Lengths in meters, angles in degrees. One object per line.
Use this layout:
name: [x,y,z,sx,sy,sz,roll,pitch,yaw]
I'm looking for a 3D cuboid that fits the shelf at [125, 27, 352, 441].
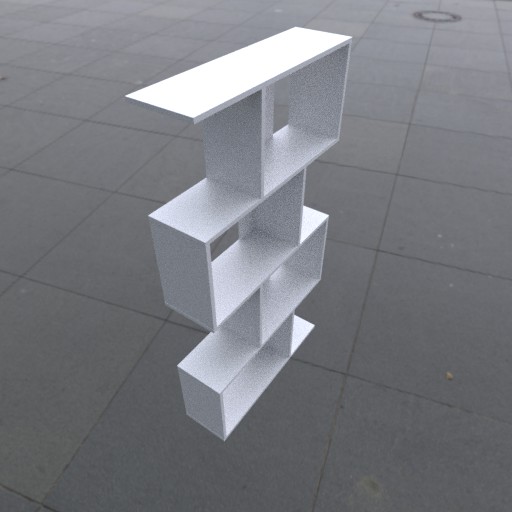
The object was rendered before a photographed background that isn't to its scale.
shelf: [0.000,0.000,1.967,0.250,1.650,0.890,25,46,26]
